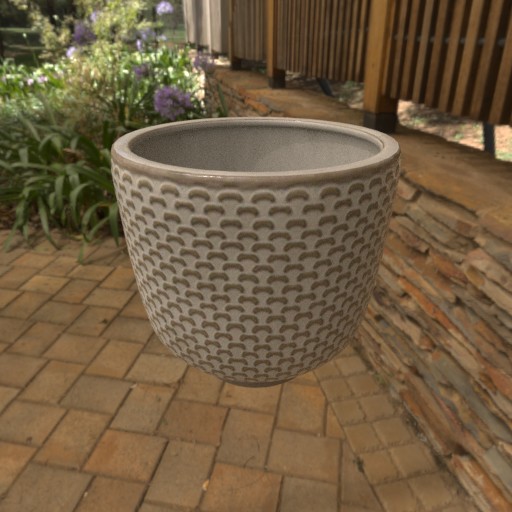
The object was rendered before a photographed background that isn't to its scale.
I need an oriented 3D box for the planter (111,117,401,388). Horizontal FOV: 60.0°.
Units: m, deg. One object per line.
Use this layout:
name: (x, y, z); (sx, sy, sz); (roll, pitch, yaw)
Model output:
planter: (0.000, 0.000, 0.305); (0.173, 0.160, 0.173); (0, 26, 0)
